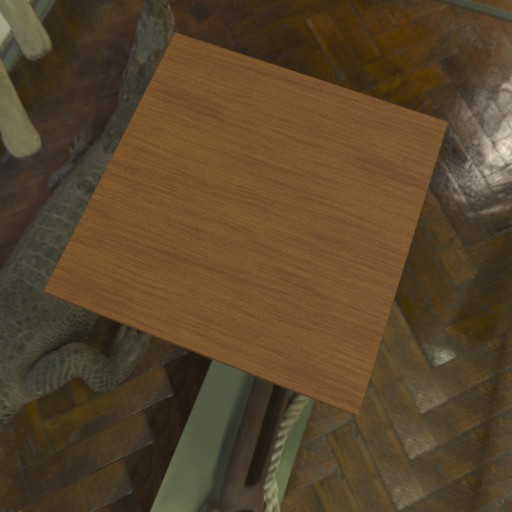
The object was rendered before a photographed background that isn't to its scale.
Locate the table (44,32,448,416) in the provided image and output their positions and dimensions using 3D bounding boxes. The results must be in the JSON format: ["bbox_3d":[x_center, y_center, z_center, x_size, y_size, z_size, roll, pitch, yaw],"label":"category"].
[{"bbox_3d":[0.000,0.000,0.823,0.397,0.540,0.398,20,76,5],"label":"table"}]
